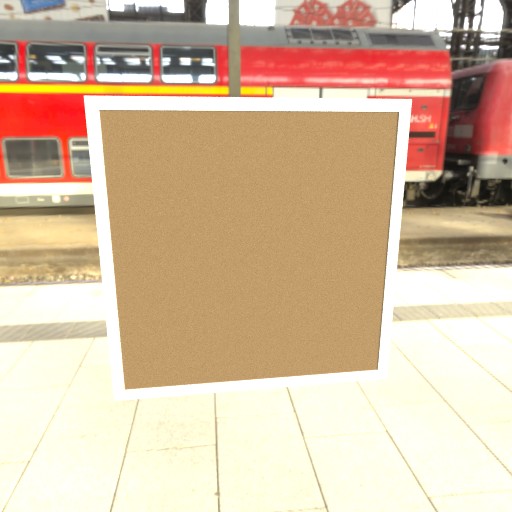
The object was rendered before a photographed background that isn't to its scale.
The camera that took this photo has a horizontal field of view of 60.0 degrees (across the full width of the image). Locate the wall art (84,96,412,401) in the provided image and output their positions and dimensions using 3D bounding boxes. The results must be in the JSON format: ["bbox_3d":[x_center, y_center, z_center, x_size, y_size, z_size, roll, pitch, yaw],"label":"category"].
[{"bbox_3d":[0.000,0.000,1.206,0.812,0.812,0.015,-2,16,-8],"label":"wall art"}]
